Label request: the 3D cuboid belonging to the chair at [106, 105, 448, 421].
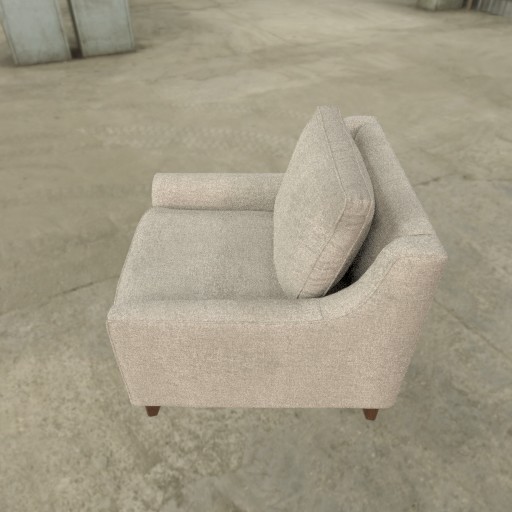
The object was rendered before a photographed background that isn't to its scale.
[{"bbox_3d":[0.000,0.000,1.571,0.918,0.864,0.838,0,40,0],"label":"chair"}]
